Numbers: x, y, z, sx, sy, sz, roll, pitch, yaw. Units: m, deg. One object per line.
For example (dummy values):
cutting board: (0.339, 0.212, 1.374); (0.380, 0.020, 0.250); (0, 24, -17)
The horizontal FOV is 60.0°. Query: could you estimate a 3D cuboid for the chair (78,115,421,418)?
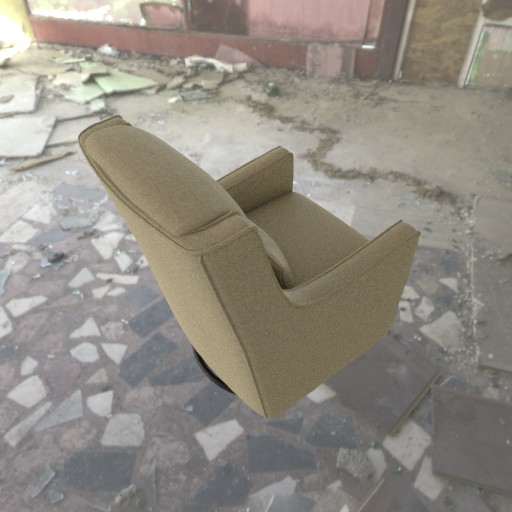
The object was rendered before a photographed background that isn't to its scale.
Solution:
chair: (0.000, 0.000, 1.570); (0.879, 0.993, 0.732); (-28, 49, -27)
